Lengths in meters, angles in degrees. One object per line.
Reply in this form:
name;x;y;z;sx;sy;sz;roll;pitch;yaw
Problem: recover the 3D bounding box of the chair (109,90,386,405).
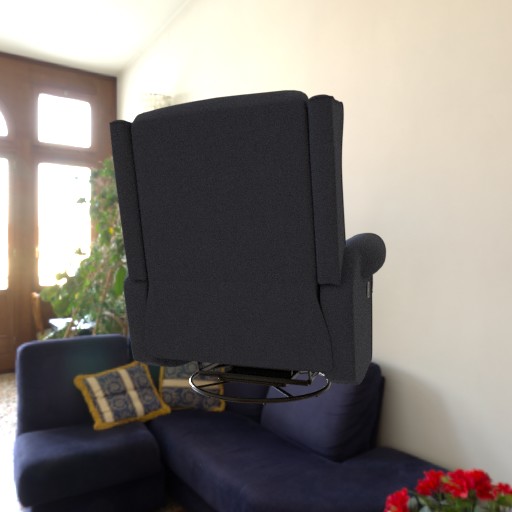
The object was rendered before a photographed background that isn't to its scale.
chair;0.000;0.000;1.761;0.971;1.020;0.877;0;0;20
